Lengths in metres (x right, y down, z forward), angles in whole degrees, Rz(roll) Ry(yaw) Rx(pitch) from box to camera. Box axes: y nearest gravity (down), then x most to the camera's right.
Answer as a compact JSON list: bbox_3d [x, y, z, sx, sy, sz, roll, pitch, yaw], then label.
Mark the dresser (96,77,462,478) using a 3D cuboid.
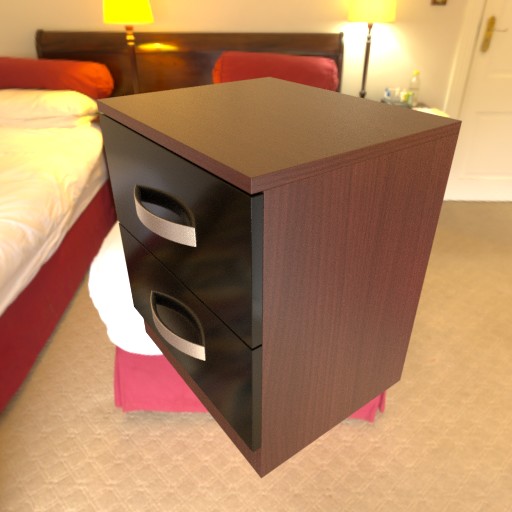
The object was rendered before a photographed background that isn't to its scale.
[{"bbox_3d":[0.000,0.000,0.735,0.360,0.470,0.400,-21,37,-31],"label":"dresser"}]
